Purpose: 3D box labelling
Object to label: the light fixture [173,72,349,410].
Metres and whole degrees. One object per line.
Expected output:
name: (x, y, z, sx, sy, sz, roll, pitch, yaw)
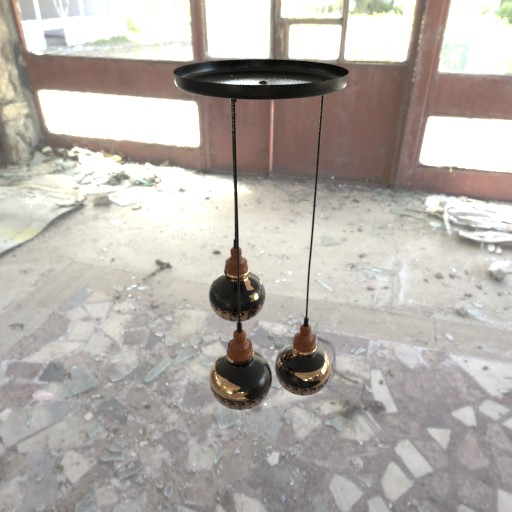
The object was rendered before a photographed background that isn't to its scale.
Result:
light fixture: (0.000, 0.000, 1.798, 0.608, 1.410, 0.605, -22, 37, -32)
